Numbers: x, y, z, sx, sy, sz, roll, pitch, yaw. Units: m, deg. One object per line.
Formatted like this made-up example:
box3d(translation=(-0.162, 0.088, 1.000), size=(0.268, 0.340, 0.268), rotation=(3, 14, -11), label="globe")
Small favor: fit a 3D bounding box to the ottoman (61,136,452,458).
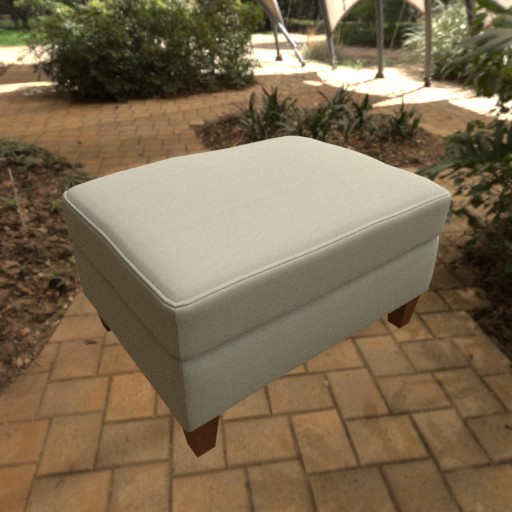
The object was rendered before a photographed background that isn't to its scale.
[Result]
box3d(translation=(0.000, 0.000, 1.220), size=(0.818, 0.496, 0.634), rotation=(-22, 37, -31), label="ottoman")
